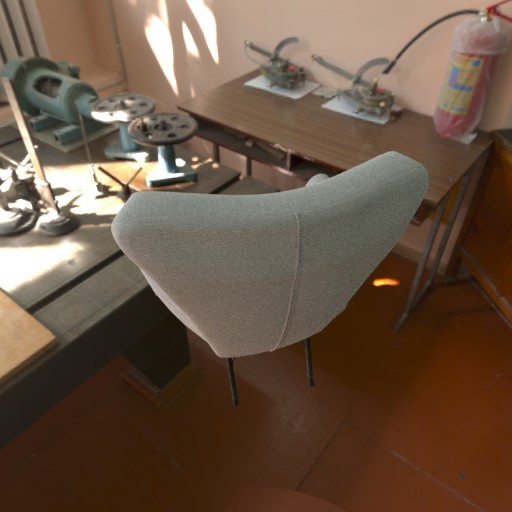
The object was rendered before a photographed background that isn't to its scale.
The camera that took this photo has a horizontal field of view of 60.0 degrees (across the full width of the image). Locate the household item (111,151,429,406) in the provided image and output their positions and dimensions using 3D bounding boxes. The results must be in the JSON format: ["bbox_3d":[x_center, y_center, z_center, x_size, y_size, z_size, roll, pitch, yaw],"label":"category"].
[{"bbox_3d":[0.000,0.000,1.772,0.980,1.050,0.900,-12,42,-13],"label":"household item"}]
